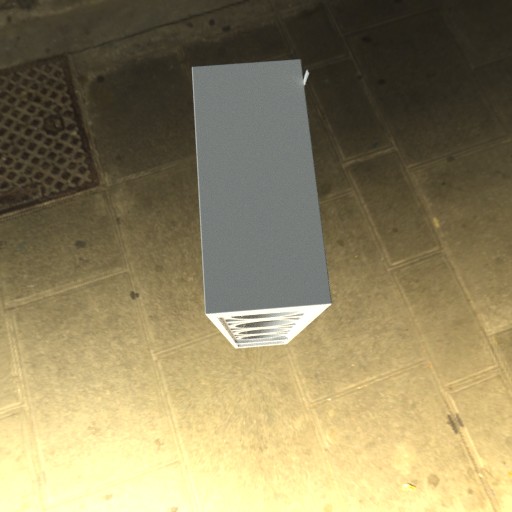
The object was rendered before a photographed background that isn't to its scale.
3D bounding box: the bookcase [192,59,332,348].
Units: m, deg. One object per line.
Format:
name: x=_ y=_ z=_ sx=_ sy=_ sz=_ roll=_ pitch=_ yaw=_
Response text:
bookcase: x=0.000 y=0.000 z=2.125 sx=0.361 sy=1.869 sz=0.761 roll=-5 pitch=75 yaw=-1
